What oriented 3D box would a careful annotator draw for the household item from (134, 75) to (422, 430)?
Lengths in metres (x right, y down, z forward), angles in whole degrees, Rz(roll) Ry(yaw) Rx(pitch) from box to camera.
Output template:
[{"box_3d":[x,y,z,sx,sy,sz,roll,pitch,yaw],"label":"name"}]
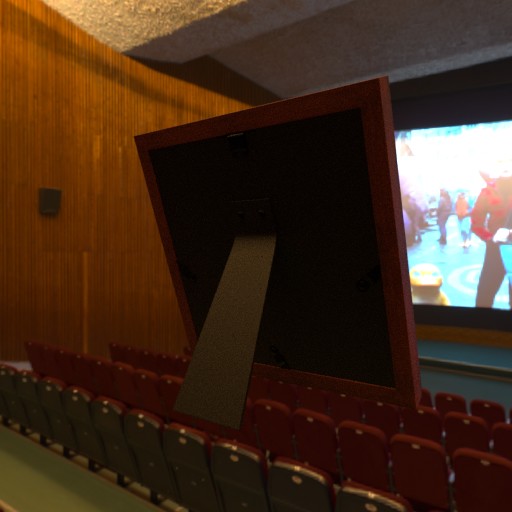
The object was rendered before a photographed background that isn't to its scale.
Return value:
[{"box_3d":[0.000,0.000,0.377,0.240,0.240,0.131,0,1,36],"label":"household item"}]
